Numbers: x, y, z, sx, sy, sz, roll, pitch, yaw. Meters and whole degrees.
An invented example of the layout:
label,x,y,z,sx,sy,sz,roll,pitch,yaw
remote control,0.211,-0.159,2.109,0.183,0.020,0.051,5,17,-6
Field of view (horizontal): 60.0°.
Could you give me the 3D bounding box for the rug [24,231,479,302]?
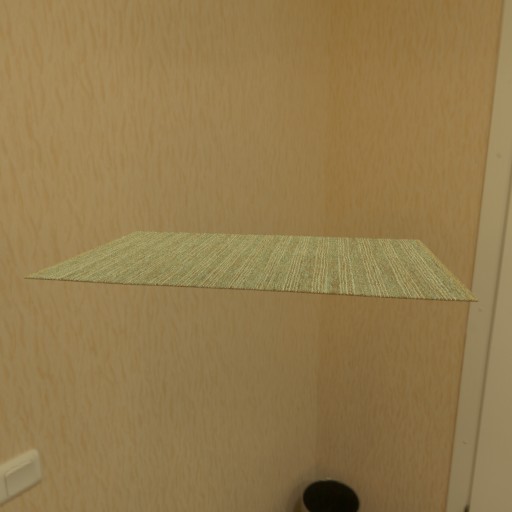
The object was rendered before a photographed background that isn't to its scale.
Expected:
label,x,y,z,sx,sy,sz,roll,pitch,yaw
rug,0.000,0.000,3.071,2.448,0.012,1.540,2,13,9
